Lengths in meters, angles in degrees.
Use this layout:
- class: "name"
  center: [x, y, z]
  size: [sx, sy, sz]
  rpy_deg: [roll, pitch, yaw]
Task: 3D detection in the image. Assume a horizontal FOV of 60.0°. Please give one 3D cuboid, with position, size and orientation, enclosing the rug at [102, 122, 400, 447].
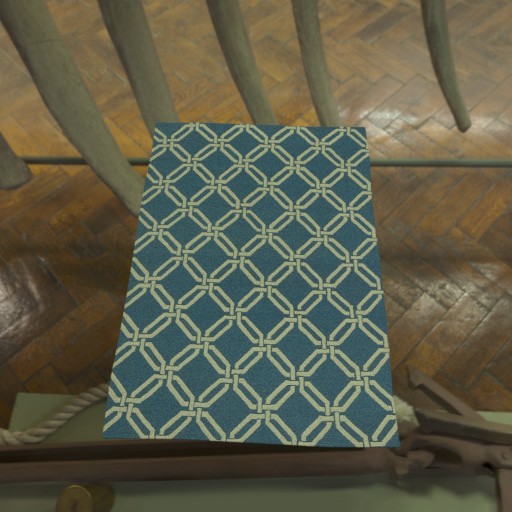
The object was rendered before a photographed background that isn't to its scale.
- class: "rug"
  center: [0.000, 0.000, 2.717]
  size: [1.524, 0.013, 2.135]
  rpy_deg: [1, 63, 1]
